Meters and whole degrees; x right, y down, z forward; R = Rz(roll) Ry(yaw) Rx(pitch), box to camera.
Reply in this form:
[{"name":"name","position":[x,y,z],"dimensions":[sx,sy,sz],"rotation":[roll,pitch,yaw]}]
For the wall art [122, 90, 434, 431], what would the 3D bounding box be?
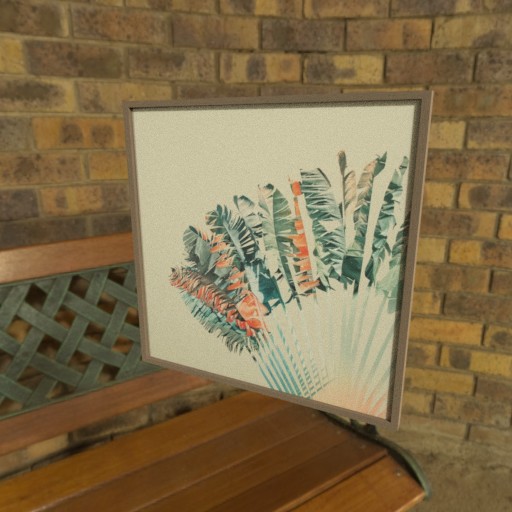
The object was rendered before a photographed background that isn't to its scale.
[{"name":"wall art","position":[0.000,0.000,1.121],"dimensions":[0.761,0.758,0.038],"rotation":[8,17,25]}]
